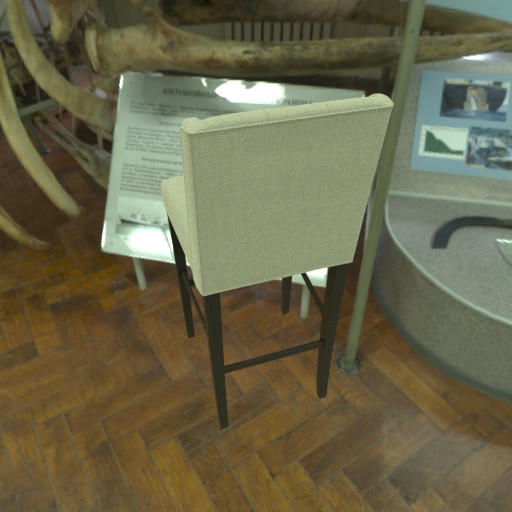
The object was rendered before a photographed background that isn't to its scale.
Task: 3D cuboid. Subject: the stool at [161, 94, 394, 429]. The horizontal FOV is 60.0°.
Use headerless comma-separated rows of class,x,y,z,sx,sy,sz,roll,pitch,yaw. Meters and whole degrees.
stool,0.000,0.000,1.380,0.474,1.116,0.509,-12,41,-14
